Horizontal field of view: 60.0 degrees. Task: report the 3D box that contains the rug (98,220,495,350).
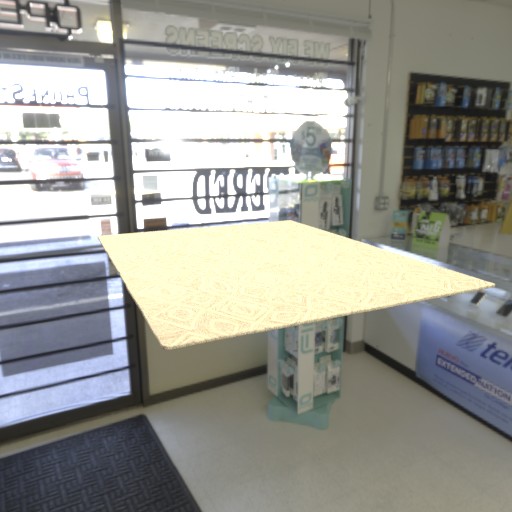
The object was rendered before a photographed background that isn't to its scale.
[{"bbox_3d":[0.000,0.000,4.049,2.449,0.025,3.049,-7,16,-24],"label":"rug"}]
